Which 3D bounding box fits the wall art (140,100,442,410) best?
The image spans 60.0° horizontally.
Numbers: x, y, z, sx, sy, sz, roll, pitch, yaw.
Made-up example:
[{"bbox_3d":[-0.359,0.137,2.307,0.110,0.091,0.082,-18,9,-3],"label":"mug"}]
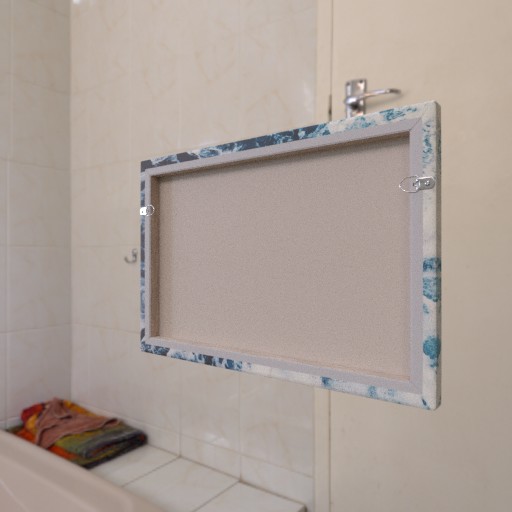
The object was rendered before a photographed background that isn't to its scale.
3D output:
[{"bbox_3d":[0.000,0.000,1.158,0.915,0.610,0.042,0,0,38],"label":"wall art"}]
